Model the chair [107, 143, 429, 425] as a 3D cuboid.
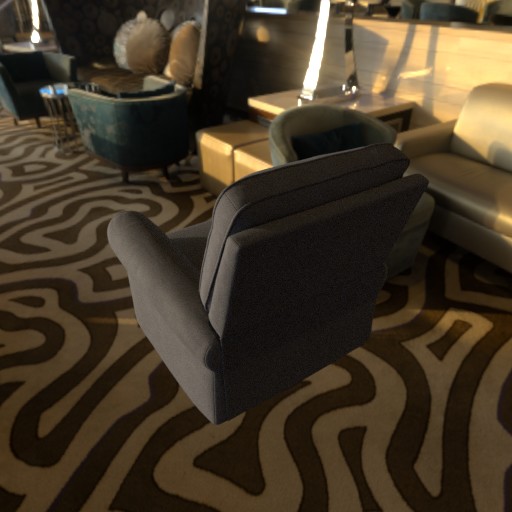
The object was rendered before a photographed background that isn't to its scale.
[{"bbox_3d":[0.000,0.000,1.710,0.890,0.961,0.878,-20,38,-29],"label":"chair"}]
